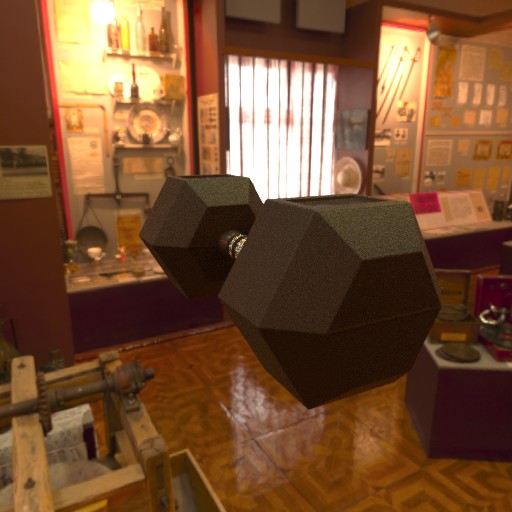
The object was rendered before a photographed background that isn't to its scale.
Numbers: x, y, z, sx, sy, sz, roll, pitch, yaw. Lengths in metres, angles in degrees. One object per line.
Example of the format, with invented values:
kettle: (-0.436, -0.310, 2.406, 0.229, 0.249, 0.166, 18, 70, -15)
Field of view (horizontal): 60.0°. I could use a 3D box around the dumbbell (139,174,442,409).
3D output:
dumbbell: (0.000, 0.000, 0.433, 0.157, 0.137, 0.361, -7, 16, -27)
